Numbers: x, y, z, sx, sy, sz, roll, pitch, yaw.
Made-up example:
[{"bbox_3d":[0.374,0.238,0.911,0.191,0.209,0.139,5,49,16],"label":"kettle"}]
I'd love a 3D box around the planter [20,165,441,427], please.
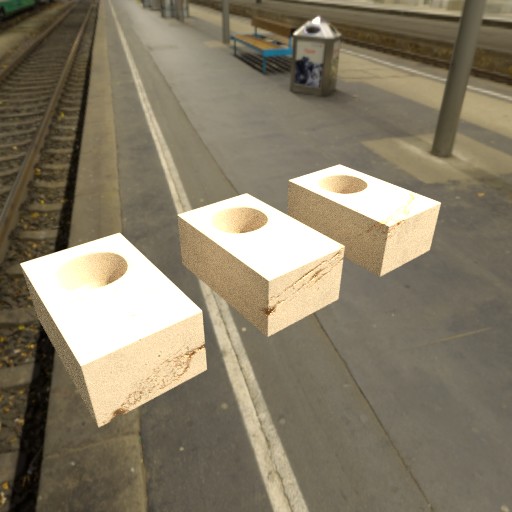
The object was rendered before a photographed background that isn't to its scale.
[{"bbox_3d":[0.000,0.000,0.378,0.333,0.051,0.127,-22,38,-31],"label":"planter"}]
